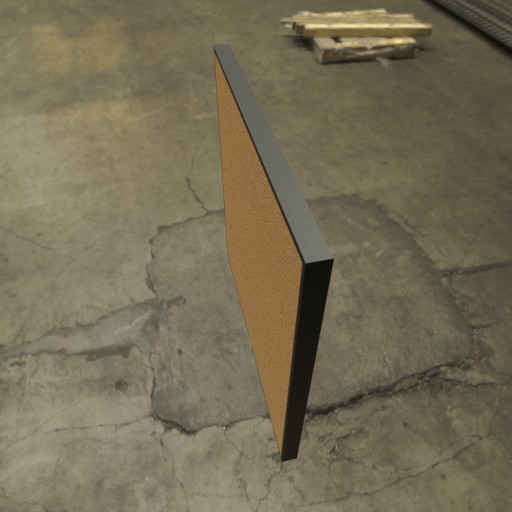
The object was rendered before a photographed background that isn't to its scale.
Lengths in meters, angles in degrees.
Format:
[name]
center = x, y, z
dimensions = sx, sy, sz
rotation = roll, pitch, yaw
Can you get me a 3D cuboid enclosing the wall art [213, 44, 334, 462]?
[wall art]
center = 0.000, 0.000, 1.142
dimensions = 0.042, 0.766, 0.769
rotation = -10, 47, -9
